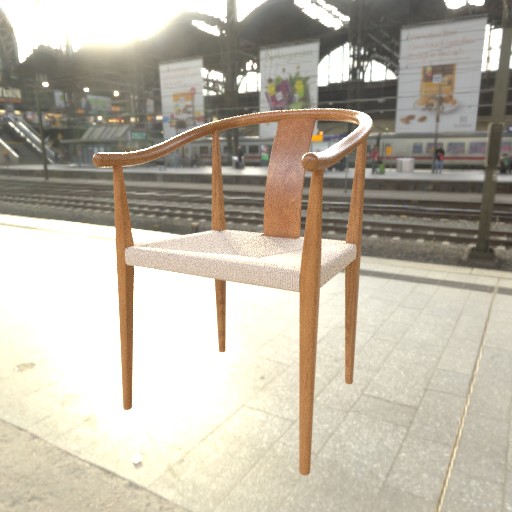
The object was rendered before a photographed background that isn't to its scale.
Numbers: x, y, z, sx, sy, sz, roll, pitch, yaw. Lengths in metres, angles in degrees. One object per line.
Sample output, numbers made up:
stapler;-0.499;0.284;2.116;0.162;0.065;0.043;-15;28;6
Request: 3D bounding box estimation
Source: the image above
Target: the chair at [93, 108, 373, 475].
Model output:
chair;0.000;0.000;1.200;0.556;0.800;0.579;7;15;28
